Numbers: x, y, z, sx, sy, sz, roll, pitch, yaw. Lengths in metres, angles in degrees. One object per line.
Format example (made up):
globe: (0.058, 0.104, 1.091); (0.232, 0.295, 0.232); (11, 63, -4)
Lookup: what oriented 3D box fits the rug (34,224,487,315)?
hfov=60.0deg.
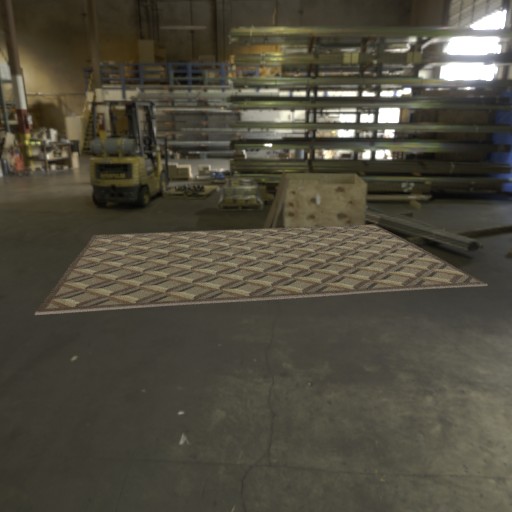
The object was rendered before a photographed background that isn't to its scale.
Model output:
rug: (0.000, 0.000, 2.111); (1.677, 0.011, 1.066); (-3, 17, -9)
